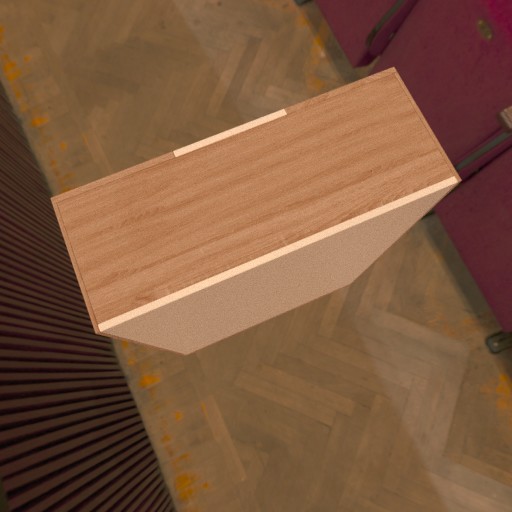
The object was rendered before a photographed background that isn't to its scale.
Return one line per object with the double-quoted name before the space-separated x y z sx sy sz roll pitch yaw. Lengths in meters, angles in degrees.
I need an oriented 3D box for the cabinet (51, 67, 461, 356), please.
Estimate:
"cabinet" 0.000 0.000 2.751 1.500 2.120 0.590 -23 76 -6
